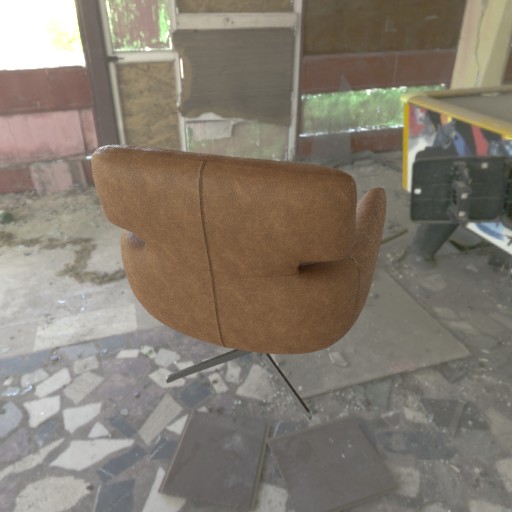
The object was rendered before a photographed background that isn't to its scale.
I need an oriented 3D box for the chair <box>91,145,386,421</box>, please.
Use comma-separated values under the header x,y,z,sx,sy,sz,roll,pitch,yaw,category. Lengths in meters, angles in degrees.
x,y,z,sx,sy,sz,roll,pitch,yaw,category
0.000,0.000,1.340,0.706,0.812,0.715,9,32,16,chair
